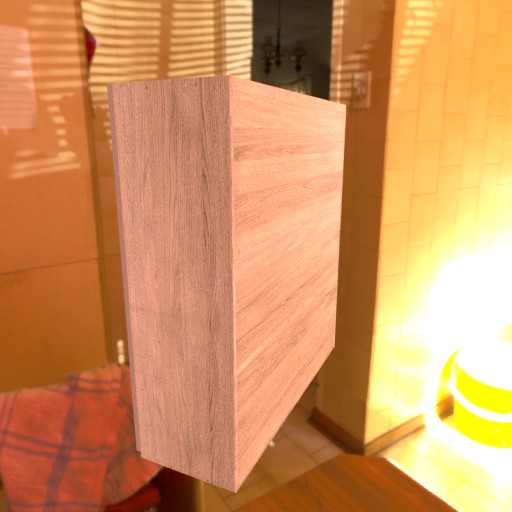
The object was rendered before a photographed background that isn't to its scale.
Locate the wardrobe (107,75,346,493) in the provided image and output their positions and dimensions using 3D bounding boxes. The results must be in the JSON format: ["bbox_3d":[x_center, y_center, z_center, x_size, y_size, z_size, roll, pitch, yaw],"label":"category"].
[{"bbox_3d":[0.000,0.000,2.875,0.629,1.960,1.780,7,16,25],"label":"wardrobe"}]
